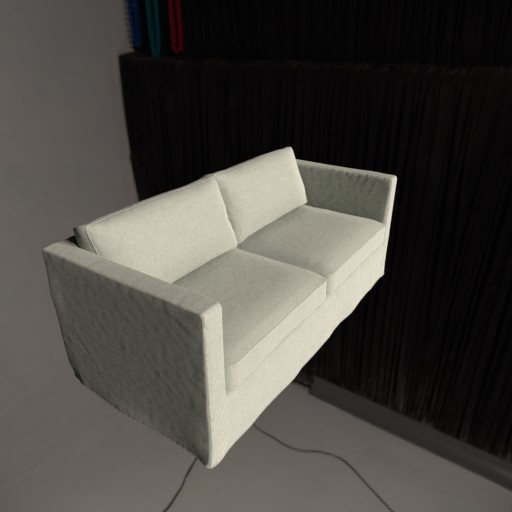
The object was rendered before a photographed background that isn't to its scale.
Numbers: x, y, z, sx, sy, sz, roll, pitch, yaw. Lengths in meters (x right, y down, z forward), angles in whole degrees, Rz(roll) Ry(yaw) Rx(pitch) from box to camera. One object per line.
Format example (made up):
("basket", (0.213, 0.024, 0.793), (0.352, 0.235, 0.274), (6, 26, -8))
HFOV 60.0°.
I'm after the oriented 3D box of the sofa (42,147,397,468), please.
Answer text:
("sofa", (0.000, 0.000, 2.528), (0.940, 0.870, 1.987), (17, 31, 30))
